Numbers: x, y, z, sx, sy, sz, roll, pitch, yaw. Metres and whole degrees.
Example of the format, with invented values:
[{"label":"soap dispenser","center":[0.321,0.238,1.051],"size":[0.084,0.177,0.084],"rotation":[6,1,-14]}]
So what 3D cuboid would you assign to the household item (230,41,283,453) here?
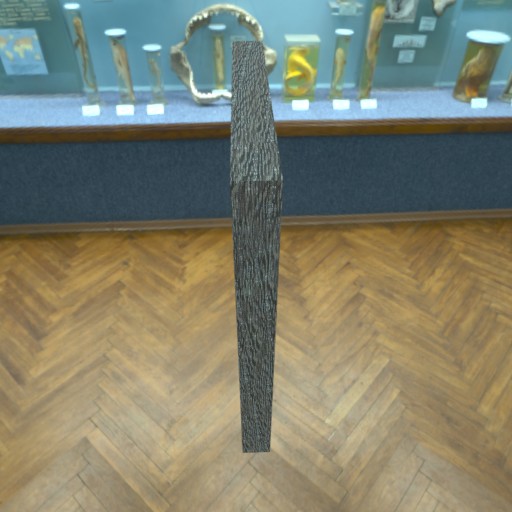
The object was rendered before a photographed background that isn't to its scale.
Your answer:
[{"label":"household item","center":[0.000,0.000,0.240],"size":[0.020,0.180,0.133],"rotation":[-1,42,-2]}]
